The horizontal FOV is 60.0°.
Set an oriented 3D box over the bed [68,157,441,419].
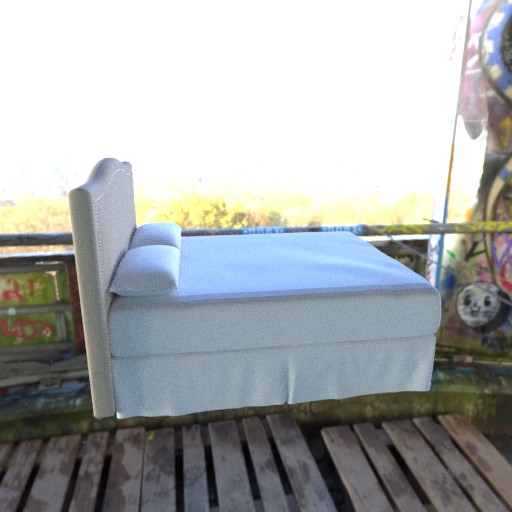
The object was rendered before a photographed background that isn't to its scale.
[{"bbox_3d":[0.000,0.000,3.169,2.052,1.398,1.678,-2,17,-8],"label":"bed"}]
